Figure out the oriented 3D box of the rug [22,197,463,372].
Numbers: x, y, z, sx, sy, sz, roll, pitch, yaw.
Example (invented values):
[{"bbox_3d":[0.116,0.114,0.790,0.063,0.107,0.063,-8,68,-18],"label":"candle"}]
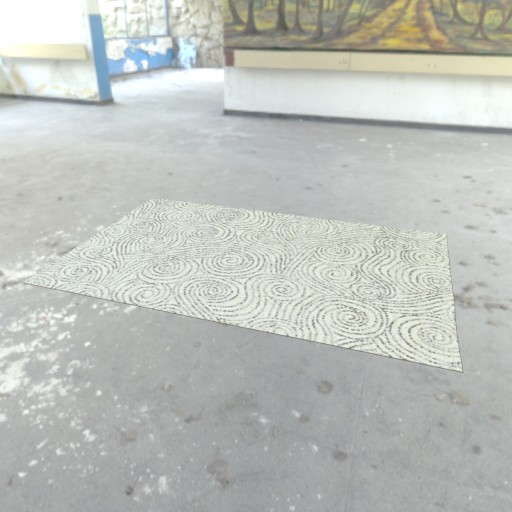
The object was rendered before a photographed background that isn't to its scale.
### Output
[{"bbox_3d":[0.000,0.000,2.943,2.439,0.005,1.524,9,29,16],"label":"rug"}]
